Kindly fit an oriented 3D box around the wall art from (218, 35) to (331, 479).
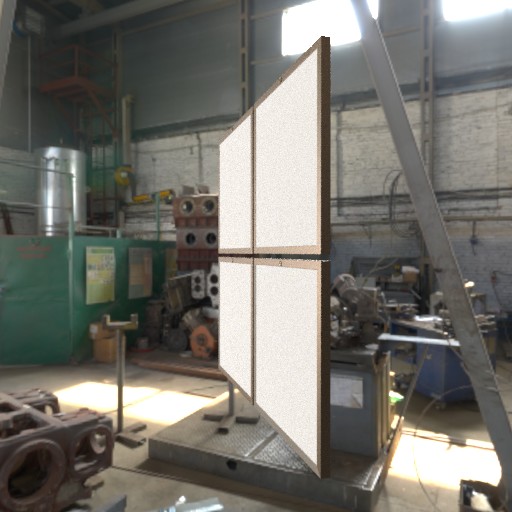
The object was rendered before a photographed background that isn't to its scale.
[{"bbox_3d":[0.000,0.000,1.522,0.030,1.032,1.032,0,1,-18],"label":"wall art"}]
